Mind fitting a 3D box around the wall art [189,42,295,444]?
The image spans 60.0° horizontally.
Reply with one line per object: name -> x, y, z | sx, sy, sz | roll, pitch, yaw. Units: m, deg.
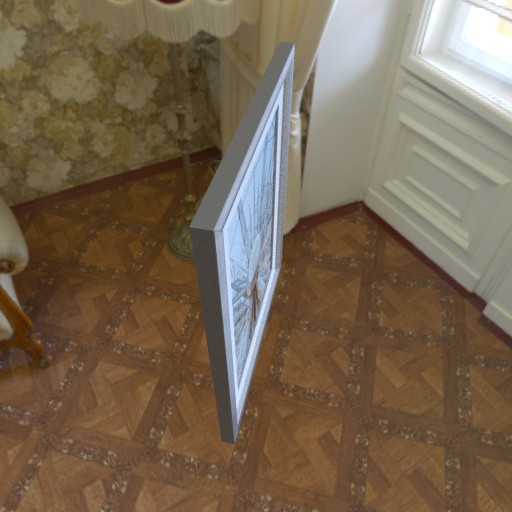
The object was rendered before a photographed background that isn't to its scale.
wall art -> 0.000, 0.000, 0.785 | 0.029, 0.558, 0.458 | 10, 48, 9
